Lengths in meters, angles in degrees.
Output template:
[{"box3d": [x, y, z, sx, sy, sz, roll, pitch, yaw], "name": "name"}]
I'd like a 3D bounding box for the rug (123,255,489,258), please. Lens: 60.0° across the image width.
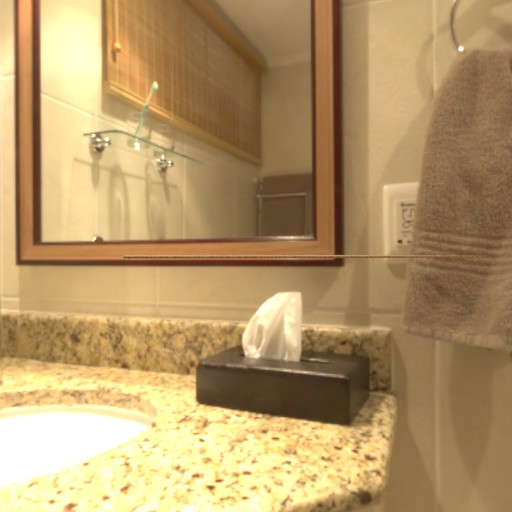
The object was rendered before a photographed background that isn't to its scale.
[{"box3d": [0.000, 0.000, 4.276, 2.448, 0.013, 3.205, 0, 0, -17], "name": "rug"}]
